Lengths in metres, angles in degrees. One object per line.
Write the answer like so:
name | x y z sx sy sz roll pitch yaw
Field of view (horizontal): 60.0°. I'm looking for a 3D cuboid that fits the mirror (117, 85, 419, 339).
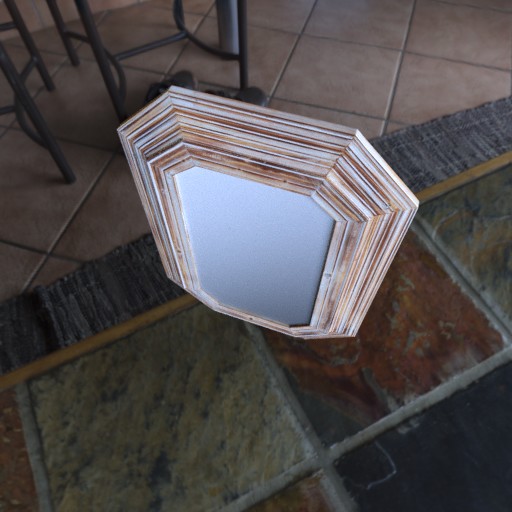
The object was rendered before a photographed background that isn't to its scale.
mirror | 0.000 0.000 1.286 0.709 1.015 0.061 17 59 10
